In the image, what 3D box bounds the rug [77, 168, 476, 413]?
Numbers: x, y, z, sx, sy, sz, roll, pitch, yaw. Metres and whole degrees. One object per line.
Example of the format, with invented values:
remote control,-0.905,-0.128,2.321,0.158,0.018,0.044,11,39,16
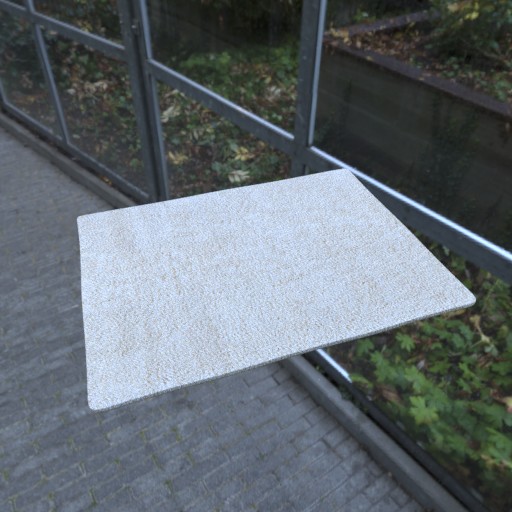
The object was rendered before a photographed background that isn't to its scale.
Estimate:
rug,0.000,0.000,2.124,1.600,0.027,1.200,-12,42,-14
